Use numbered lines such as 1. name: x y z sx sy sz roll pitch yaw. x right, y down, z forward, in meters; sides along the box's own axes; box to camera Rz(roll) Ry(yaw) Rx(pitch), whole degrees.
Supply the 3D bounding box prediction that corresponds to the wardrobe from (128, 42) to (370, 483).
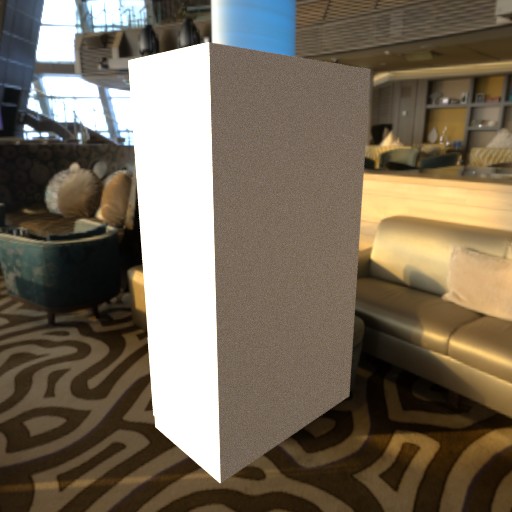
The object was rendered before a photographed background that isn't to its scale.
1. wardrobe: 0.000 0.000 2.270 0.991 1.808 0.577 -14 21 -42
